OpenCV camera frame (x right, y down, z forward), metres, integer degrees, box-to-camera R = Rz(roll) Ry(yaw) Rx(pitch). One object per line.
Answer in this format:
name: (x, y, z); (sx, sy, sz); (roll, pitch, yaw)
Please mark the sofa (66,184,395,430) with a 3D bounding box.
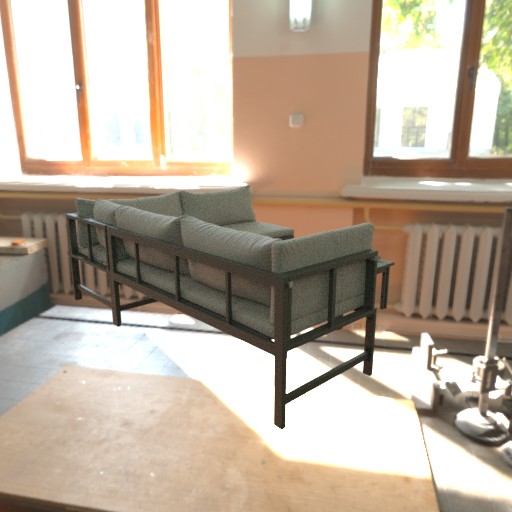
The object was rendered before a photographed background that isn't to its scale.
sofa: (0.000, 0.000, 2.940); (1.658, 0.758, 2.096); (-13, 19, -41)
